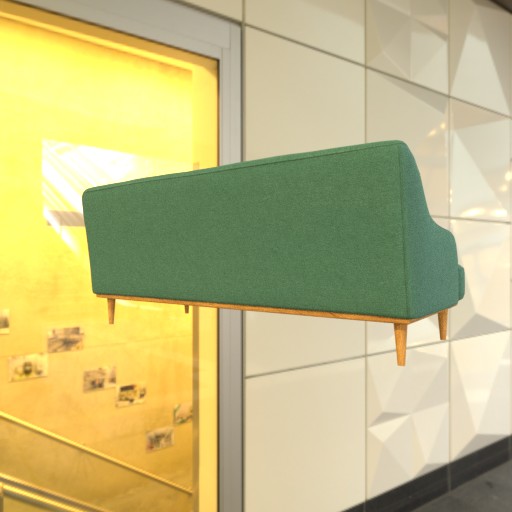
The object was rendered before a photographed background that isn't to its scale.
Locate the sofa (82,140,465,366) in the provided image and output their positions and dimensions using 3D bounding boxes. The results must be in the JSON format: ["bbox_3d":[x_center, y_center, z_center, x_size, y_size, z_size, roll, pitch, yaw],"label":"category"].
[{"bbox_3d":[0.000,0.000,2.548,2.057,0.871,0.978,0,0,36],"label":"sofa"}]
